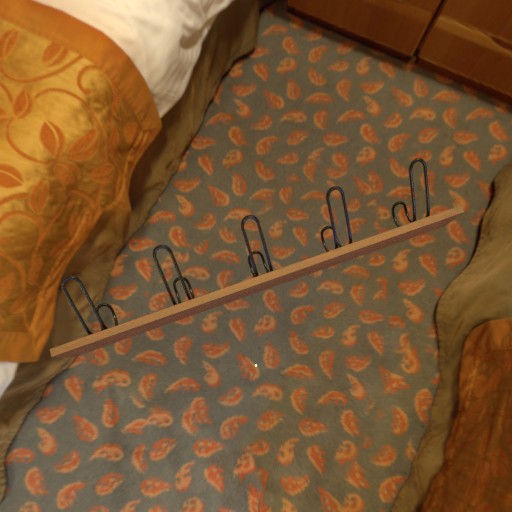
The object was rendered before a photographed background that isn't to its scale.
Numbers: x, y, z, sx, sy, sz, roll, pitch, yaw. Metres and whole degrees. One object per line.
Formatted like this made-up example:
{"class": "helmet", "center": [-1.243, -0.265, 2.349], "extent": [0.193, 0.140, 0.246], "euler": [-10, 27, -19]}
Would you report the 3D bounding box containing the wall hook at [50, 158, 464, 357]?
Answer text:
{"class": "wall hook", "center": [0.000, 0.000, 0.579], "extent": [0.554, 0.116, 0.076], "euler": [-19, 77, -5]}
